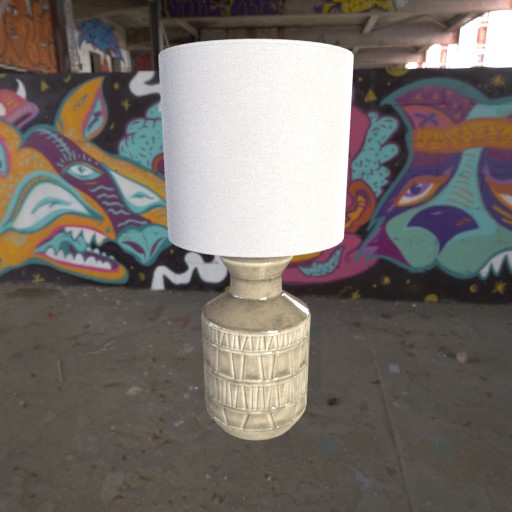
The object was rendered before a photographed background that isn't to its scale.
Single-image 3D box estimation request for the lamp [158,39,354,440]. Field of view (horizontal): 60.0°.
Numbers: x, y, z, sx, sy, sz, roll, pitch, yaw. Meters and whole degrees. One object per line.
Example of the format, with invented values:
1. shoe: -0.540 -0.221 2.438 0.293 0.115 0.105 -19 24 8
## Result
1. lamp: 0.000 0.000 0.551 0.211 0.455 0.211 8 17 26
